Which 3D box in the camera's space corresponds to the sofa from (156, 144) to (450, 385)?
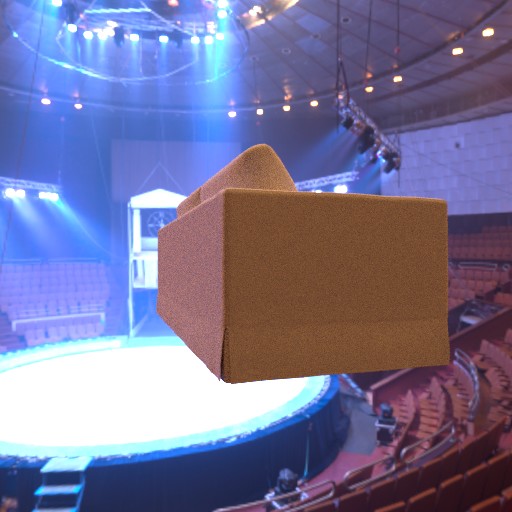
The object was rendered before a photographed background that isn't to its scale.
[{"bbox_3d":[0.000,0.000,2.642,0.954,0.881,2.163,0,-1,-18],"label":"sofa"}]
